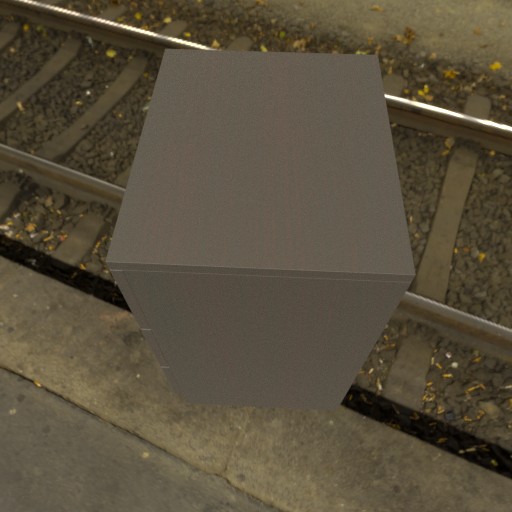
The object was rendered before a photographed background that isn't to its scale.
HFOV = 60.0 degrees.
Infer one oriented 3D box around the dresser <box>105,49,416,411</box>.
[{"bbox_3d":[0.000,0.000,0.819,0.360,0.560,0.400,2,57,2],"label":"dresser"}]
